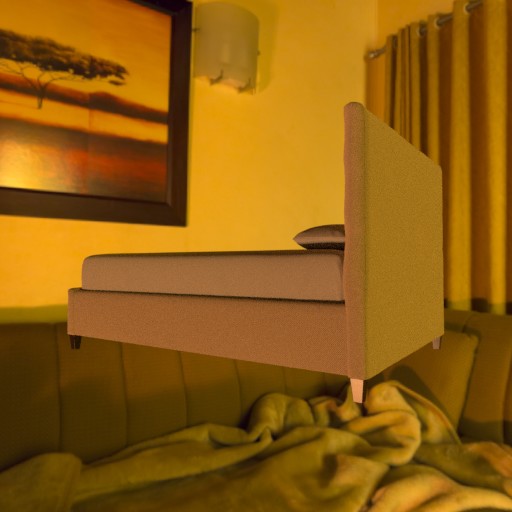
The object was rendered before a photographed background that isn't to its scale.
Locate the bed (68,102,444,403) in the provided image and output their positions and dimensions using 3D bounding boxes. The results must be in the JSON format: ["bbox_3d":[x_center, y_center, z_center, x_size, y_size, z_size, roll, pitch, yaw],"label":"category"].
[{"bbox_3d":[0.000,0.000,3.420,2.387,1.427,1.698,-1,-1,35],"label":"bed"}]
